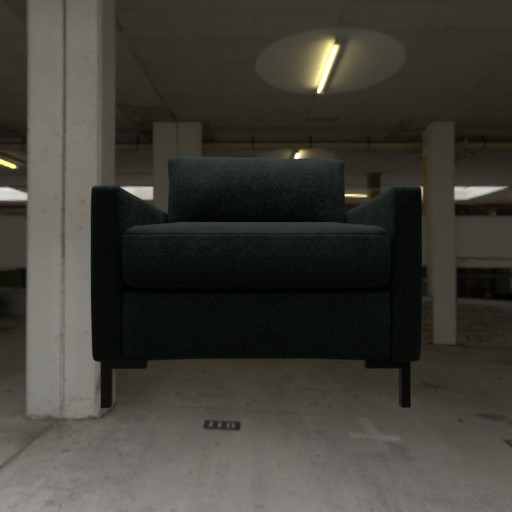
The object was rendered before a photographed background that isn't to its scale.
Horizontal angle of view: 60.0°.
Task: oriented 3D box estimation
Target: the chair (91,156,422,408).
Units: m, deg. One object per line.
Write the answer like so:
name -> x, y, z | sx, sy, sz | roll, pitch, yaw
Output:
chair -> 0.000, 0.000, 1.648 | 0.963, 0.861, 0.866 | 0, -1, 0
